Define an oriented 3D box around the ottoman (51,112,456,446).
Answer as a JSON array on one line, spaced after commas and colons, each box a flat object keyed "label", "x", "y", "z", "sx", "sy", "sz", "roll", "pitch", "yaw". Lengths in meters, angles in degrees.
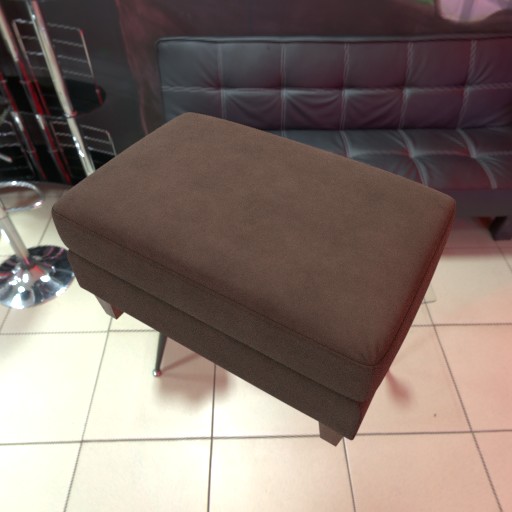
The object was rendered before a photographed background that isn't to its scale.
[{"label": "ottoman", "x": 0.000, "y": 0.000, "z": 1.202, "sx": 0.864, "sy": 0.483, "sz": 0.584, "roll": 24, "pitch": 51, "yaw": 21}]
